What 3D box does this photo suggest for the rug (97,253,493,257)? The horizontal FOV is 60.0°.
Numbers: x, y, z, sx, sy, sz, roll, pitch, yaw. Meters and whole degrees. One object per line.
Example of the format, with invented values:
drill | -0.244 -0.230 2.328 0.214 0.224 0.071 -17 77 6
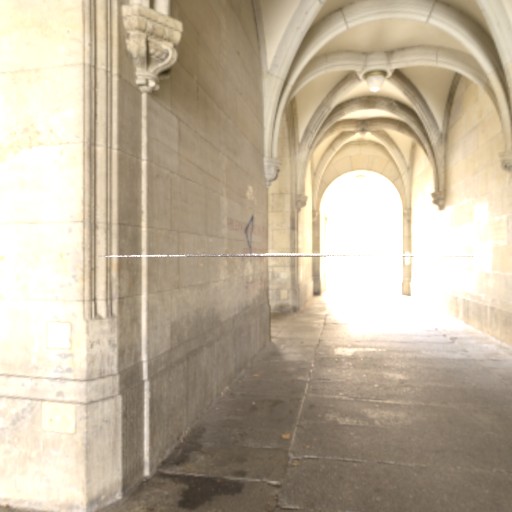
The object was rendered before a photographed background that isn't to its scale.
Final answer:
rug | 0.000 0.000 3.019 1.529 0.010 2.440 0 0 -34
